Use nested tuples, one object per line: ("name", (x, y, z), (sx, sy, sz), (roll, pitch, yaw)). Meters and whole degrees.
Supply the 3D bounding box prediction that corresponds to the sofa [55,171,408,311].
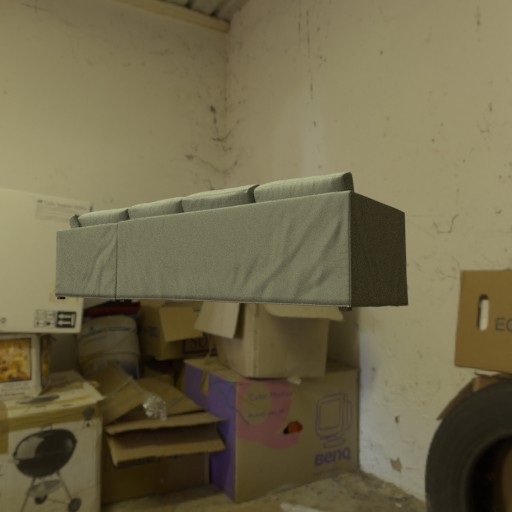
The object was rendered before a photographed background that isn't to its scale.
("sofa", (0.000, 0.000, 4.391), (3.182, 0.871, 2.432), (-3, -4, 37))
